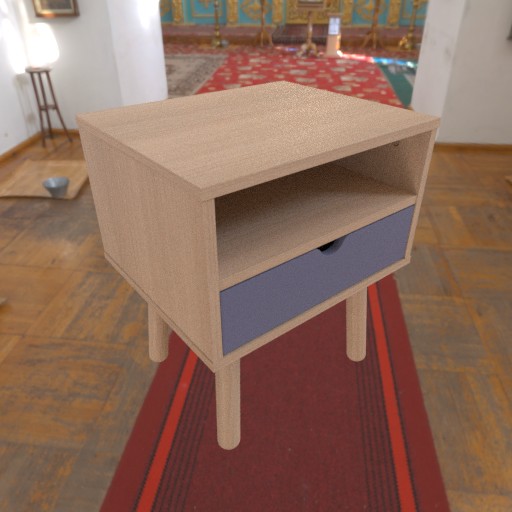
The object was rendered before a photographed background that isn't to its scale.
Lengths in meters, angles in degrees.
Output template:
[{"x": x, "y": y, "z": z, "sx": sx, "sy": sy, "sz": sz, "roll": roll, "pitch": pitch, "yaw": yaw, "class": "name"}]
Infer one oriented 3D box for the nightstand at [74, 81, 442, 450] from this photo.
[{"x": 0.000, "y": 0.000, "z": 0.852, "sx": 0.450, "sy": 0.530, "sz": 0.380, "roll": -23, "pitch": 39, "yaw": -32, "class": "nightstand"}]
